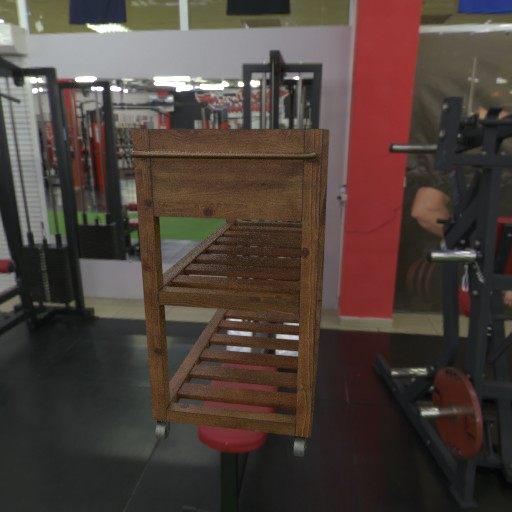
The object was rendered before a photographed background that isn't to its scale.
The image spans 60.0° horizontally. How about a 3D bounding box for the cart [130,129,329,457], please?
[{"bbox_3d":[0.000,0.000,1.512,0.445,0.830,1.065,3,16,9],"label":"cart"}]
